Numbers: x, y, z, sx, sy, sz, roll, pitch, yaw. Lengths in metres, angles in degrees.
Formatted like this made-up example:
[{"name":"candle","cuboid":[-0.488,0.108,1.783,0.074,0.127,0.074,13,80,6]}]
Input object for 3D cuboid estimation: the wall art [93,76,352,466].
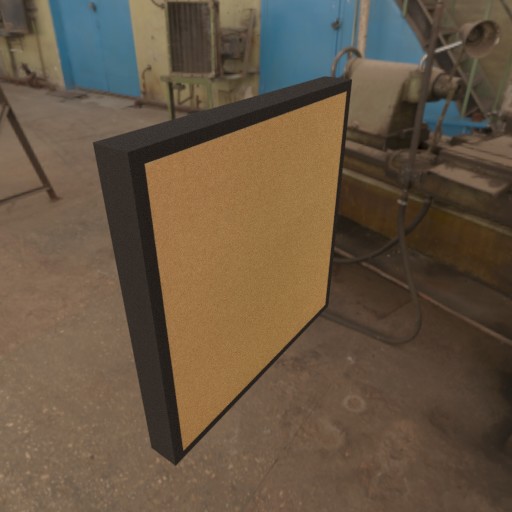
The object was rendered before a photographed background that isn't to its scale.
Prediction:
[{"name":"wall art","cuboid":[0.000,0.000,0.455,0.033,0.304,0.305,21,37,30]}]
